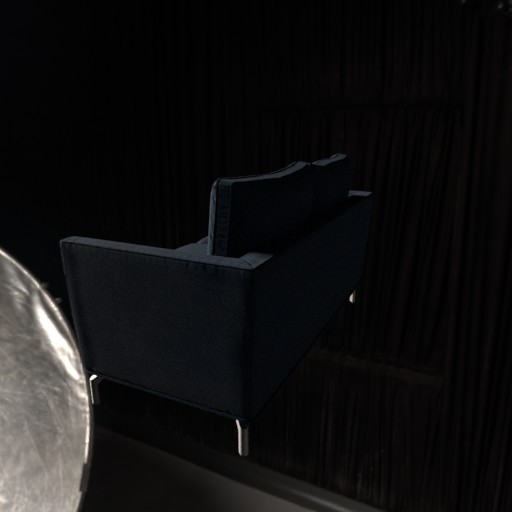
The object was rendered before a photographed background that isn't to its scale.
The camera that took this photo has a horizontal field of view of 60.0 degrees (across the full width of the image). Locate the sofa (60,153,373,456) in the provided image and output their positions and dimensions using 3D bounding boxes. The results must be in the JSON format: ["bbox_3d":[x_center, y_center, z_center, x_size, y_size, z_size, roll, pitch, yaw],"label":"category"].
[{"bbox_3d":[0.000,0.000,2.355,0.853,1.002,1.770,8,18,25],"label":"sofa"}]
